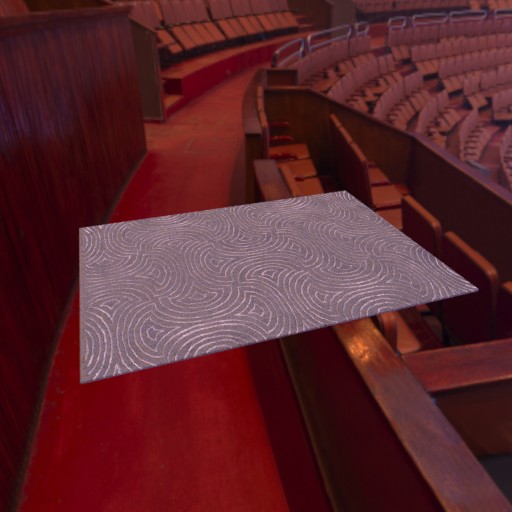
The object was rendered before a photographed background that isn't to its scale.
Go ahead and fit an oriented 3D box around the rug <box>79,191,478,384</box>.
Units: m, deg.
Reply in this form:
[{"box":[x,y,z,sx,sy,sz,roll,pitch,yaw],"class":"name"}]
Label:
[{"box":[0.000,0.000,2.844,2.144,0.015,1.543,-10,32,-16],"class":"rug"}]
